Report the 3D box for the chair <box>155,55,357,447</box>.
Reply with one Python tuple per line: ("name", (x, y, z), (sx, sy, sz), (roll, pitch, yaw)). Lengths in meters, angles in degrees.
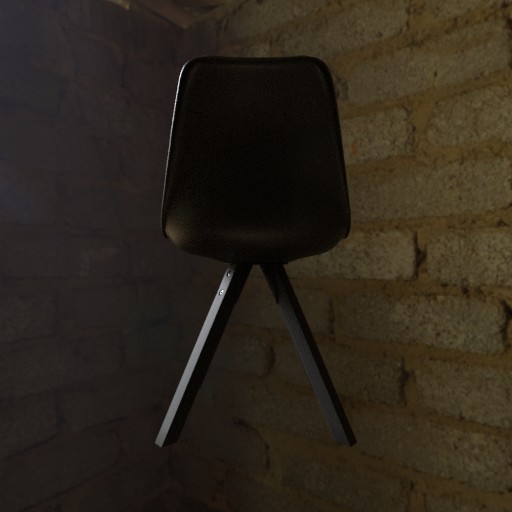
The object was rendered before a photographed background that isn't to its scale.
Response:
("chair", (0.000, 0.000, 1.182), (0.485, 0.850, 0.530), (0, 0, 0))
